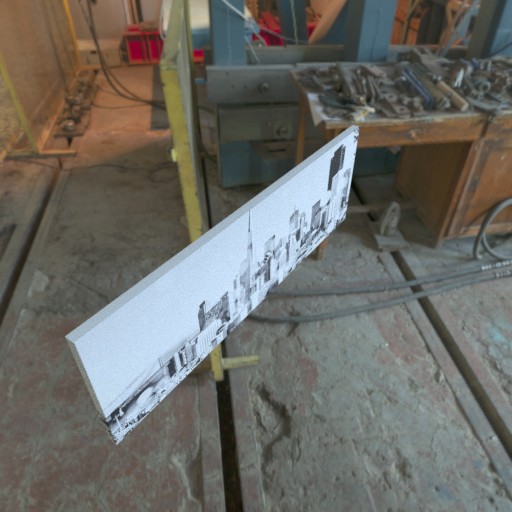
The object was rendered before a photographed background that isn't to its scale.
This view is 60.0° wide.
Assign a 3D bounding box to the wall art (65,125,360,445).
[{"bbox_3d":[0.000,0.000,1.704,0.039,0.507,1.520,26,47,27],"label":"wall art"}]
